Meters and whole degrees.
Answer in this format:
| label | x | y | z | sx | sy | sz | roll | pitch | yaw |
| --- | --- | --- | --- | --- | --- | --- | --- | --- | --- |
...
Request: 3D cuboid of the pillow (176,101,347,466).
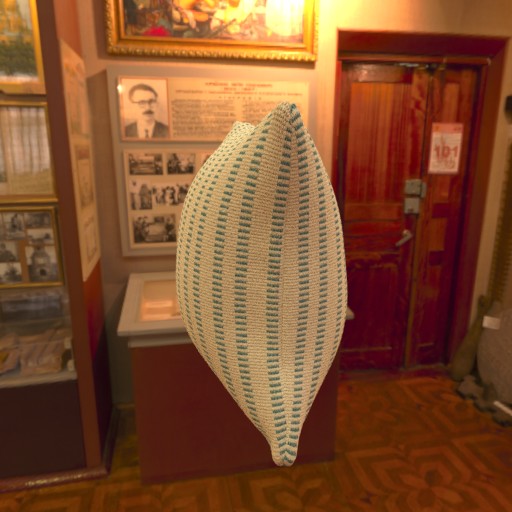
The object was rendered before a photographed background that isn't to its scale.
| label | x | y | z | sx | sy | sz | roll | pitch | yaw |
| --- | --- | --- | --- | --- | --- | --- | --- | --- | --- |
| pillow | 0.000 | 0.000 | 0.685 | 0.247 | 0.419 | 0.438 | -2 | 14 | -9 |
